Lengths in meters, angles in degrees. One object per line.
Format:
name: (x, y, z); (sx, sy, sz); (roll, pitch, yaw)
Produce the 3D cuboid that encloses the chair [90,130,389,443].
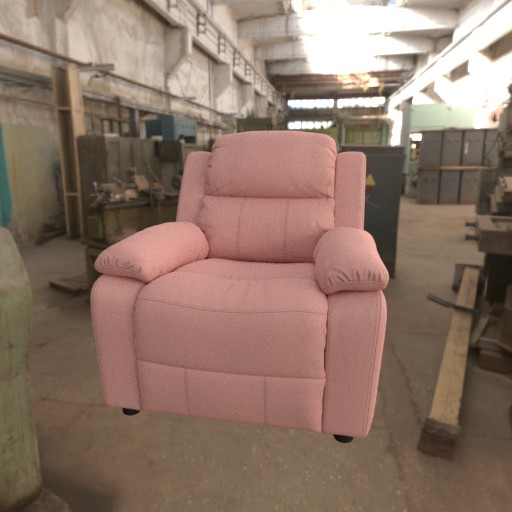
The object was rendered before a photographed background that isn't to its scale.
chair: (0.000, 0.000, 1.250); (0.680, 0.702, 0.709); (3, 14, 11)
